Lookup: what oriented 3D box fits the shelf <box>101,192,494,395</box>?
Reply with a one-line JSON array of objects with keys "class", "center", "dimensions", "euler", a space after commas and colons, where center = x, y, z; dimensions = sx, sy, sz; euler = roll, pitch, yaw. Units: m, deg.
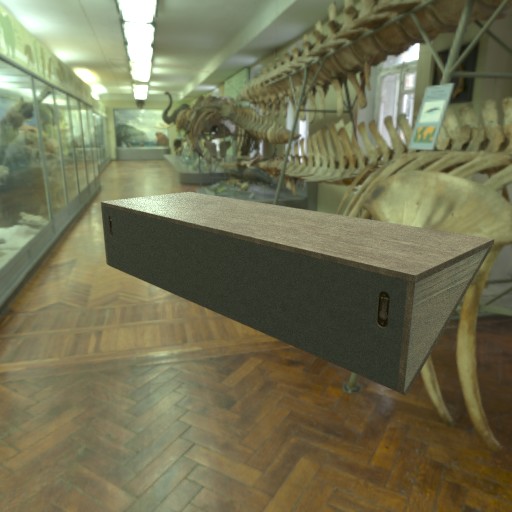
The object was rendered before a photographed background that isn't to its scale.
[{"class": "shelf", "center": [0.000, 0.000, 0.688], "dimensions": [0.200, 0.125, 0.610], "euler": [-15, 21, -42]}]
